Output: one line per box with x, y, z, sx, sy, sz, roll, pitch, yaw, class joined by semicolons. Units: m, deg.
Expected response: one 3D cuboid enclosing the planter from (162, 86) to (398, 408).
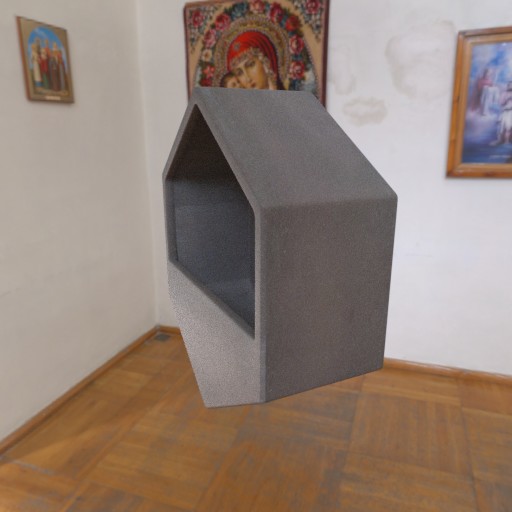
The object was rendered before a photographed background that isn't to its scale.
0.000;0.000;0.292;0.077;0.206;0.169;-8;17;-25;planter
